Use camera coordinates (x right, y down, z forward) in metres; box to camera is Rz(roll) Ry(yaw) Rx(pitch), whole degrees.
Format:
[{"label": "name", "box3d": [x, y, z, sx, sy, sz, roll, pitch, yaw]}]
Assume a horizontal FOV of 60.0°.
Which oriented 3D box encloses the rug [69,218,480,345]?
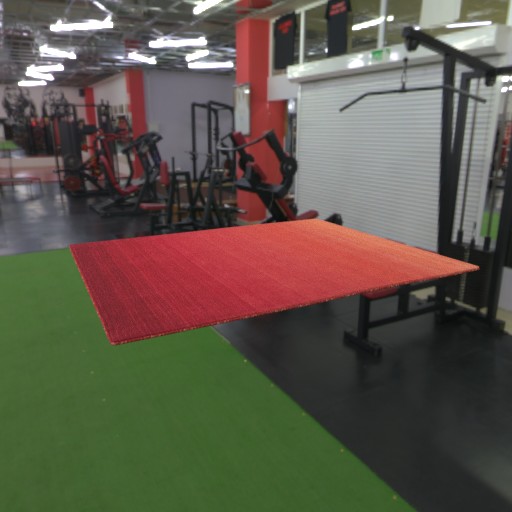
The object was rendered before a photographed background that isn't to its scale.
[{"label": "rug", "box3d": [0.000, 0.000, 3.951, 2.905, 0.028, 2.340, -8, 18, -26]}]
